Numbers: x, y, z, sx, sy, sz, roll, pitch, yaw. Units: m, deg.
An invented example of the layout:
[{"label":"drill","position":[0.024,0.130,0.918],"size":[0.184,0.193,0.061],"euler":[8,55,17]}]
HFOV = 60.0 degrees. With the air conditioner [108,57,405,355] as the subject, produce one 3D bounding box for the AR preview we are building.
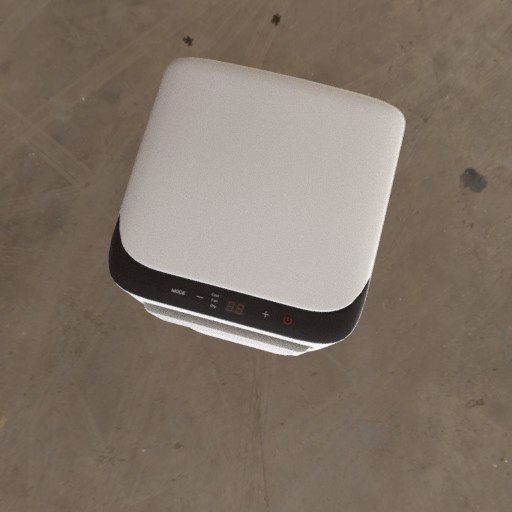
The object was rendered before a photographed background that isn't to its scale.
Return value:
[{"label":"air conditioner","position":[0.000,0.000,0.925],"size":[0.352,0.716,0.369],"euler":[15,76,4]}]
